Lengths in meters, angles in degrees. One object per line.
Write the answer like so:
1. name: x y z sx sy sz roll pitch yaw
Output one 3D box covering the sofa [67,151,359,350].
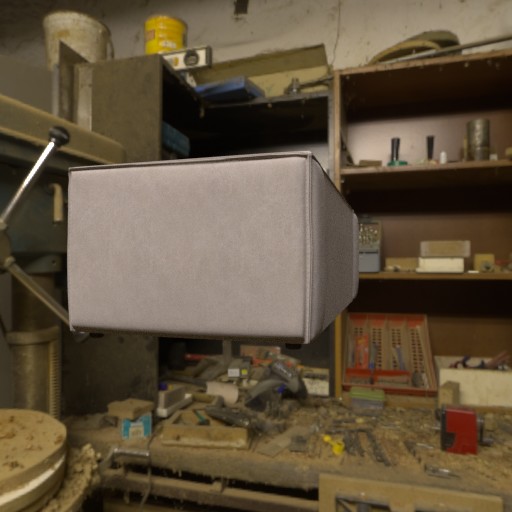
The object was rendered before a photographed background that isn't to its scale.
1. sofa: 0.000 0.000 2.532 1.038 0.680 1.995 0 -1 17
